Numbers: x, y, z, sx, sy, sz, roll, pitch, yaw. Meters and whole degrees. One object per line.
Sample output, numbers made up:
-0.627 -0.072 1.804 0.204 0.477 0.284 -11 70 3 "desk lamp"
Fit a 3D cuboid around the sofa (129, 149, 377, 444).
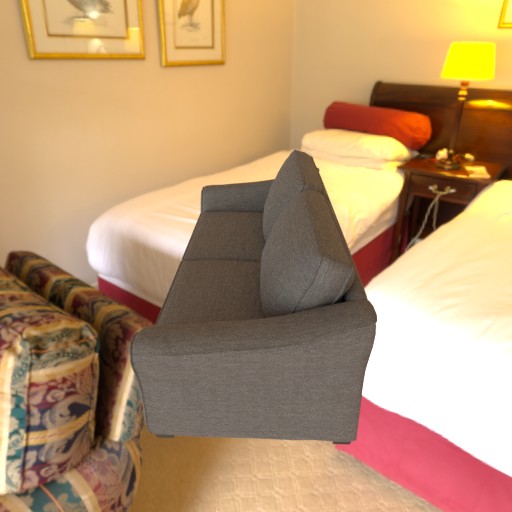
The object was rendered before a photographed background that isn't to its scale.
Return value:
0.000 0.000 2.751 0.971 0.950 2.270 1 26 1 "sofa"
